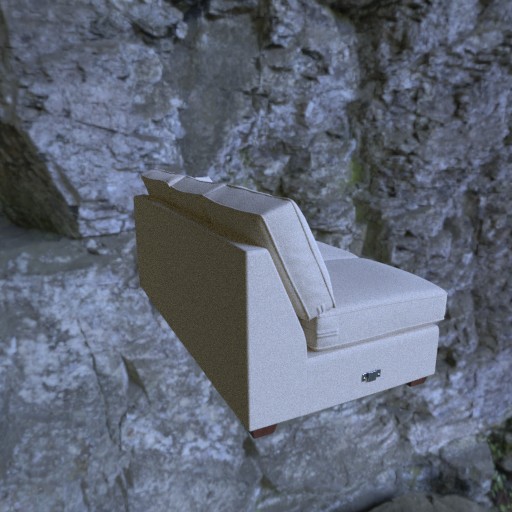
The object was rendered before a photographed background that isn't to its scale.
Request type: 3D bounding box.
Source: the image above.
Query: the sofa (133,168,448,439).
[{"bbox_3d":[0.000,0.000,2.629,1.034,0.946,1.963,-7,16,-25],"label":"sofa"}]
